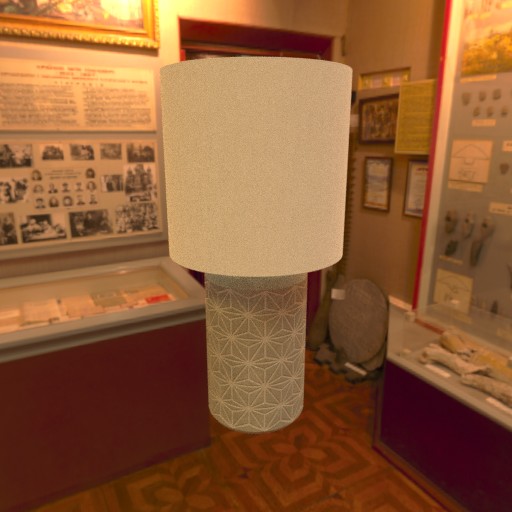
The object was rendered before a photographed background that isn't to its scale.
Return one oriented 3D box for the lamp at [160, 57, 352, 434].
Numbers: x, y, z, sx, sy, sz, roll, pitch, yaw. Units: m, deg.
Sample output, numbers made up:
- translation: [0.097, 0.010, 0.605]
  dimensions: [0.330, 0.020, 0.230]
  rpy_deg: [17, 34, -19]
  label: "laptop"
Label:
- translation: [0.000, 0.000, 0.539]
  dimensions: [0.206, 0.416, 0.206]
  rpy_deg: [-8, 17, -26]
  label: "lamp"
